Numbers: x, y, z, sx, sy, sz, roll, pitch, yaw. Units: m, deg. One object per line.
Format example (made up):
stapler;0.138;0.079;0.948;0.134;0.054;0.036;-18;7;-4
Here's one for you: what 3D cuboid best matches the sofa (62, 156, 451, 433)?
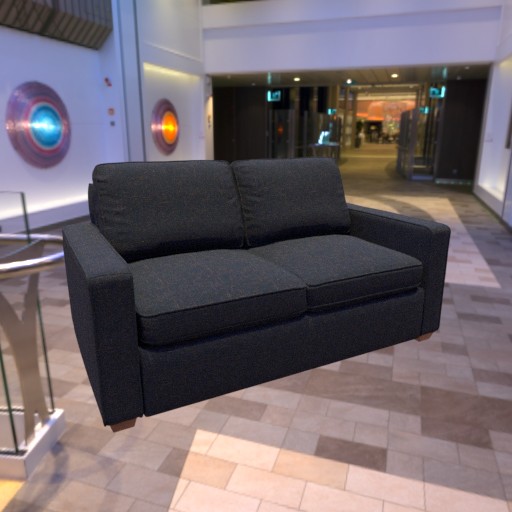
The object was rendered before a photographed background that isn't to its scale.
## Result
sofa;0.000;0.000;2.204;1.709;0.918;0.947;-8;18;-27
